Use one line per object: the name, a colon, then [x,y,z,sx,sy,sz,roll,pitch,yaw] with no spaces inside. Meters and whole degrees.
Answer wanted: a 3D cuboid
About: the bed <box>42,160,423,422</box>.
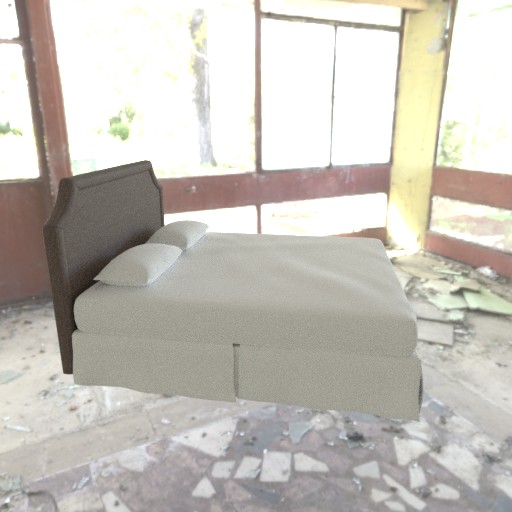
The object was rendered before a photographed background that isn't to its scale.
bed: [0.000,0.000,4.136,2.773,1.590,2.350,3,17,9]
